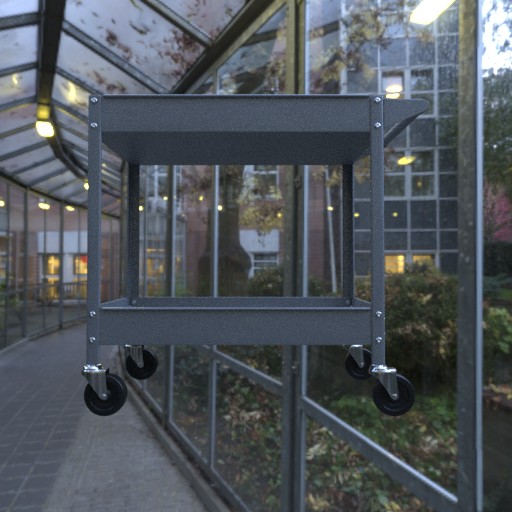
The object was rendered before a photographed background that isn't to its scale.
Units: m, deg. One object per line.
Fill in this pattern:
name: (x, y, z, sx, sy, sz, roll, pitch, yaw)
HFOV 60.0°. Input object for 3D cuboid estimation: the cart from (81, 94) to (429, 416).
cart: (0.000, 0.000, 1.162, 0.779, 0.719, 0.366, 0, -1, 0)
